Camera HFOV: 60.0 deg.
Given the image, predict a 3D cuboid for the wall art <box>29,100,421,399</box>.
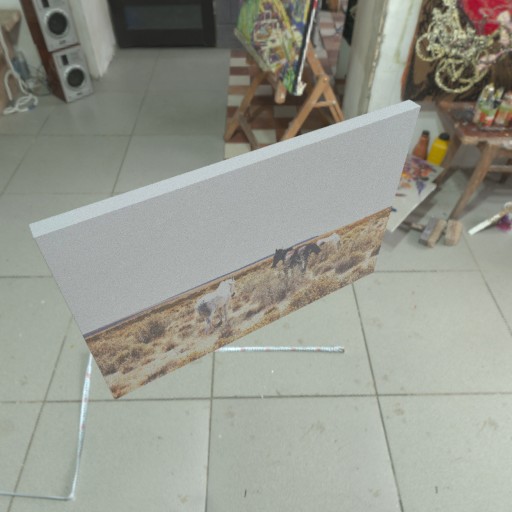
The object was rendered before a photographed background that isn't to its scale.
[{"bbox_3d":[0.000,0.000,1.441,1.138,0.761,0.051,-23,50,-21],"label":"wall art"}]
